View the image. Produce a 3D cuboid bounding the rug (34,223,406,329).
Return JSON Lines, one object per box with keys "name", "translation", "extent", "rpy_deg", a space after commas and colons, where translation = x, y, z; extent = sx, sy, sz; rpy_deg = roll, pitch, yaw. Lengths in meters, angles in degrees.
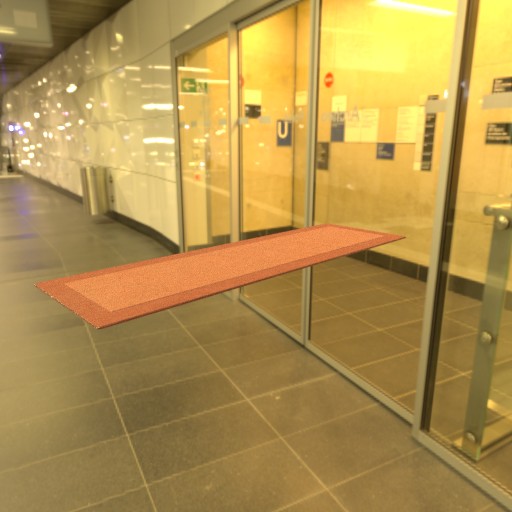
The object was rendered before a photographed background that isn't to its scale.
{"name": "rug", "translation": [0.000, 0.000, 2.811], "extent": [0.914, 0.013, 2.471], "rpy_deg": [13, 20, 41]}
